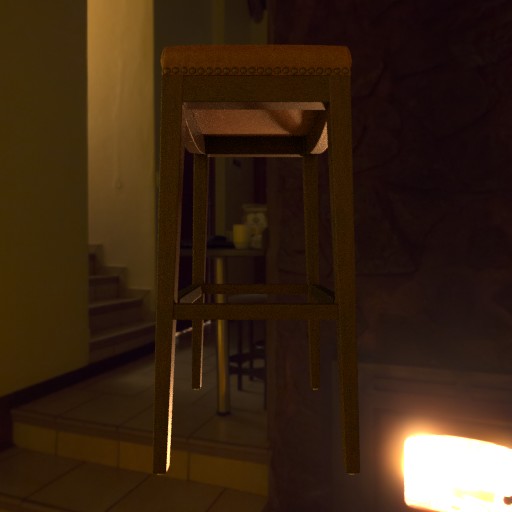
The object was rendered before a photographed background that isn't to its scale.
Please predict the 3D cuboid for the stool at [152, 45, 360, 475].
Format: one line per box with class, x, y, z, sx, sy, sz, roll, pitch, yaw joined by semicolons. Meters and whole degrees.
stool;0.000;0.000;1.013;0.361;0.759;0.500;0;1;0
